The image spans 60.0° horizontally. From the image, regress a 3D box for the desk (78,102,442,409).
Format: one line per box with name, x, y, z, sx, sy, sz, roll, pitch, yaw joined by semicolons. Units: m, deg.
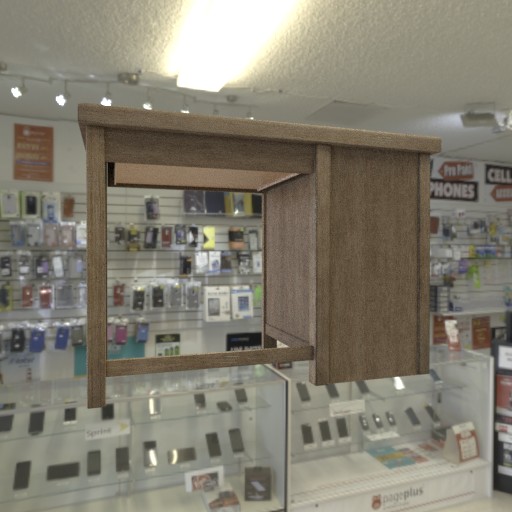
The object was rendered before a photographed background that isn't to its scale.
desk;0.000;0.000;1.783;1.289;0.912;0.610;0;1;-18
